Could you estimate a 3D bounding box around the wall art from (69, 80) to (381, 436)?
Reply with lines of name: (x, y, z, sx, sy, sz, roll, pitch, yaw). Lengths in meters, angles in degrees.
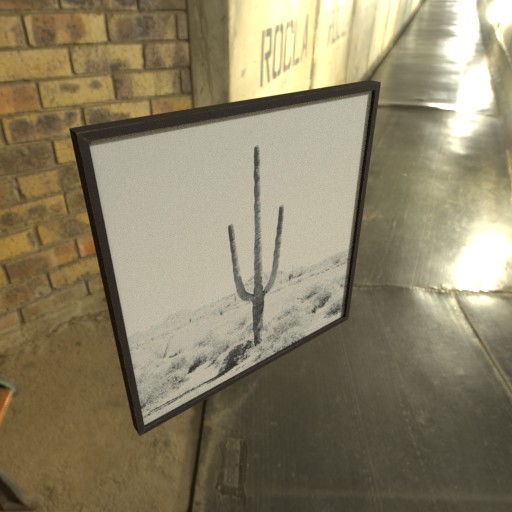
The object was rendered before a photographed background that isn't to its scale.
wall art: (0.000, 0.000, 1.127, 0.762, 0.762, 0.038, -21, 37, -31)
